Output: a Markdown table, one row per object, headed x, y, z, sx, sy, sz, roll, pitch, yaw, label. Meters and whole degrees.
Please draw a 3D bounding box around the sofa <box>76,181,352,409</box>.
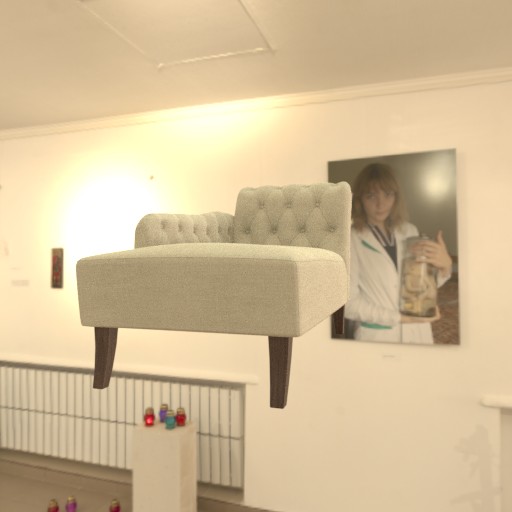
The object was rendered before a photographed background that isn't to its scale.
| x | y | z | sx | sy | sz | roll | pitch | yaw | label |
| --- | --- | --- | --- | --- | --- | --- | --- | --- | --- |
| 0.000 | 0.000 | 1.836 | 0.675 | 0.787 | 1.379 | 0 | -1 | 18 | sofa |
